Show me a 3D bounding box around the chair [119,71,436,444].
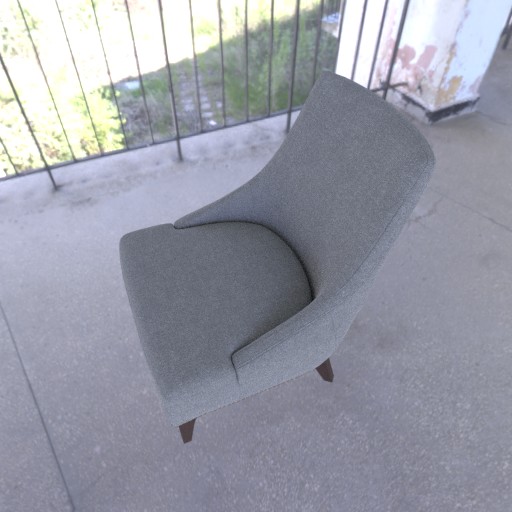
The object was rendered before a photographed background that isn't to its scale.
[{"bbox_3d":[0.000,0.000,1.465,0.861,0.909,0.701,-17,49,-15],"label":"chair"}]
